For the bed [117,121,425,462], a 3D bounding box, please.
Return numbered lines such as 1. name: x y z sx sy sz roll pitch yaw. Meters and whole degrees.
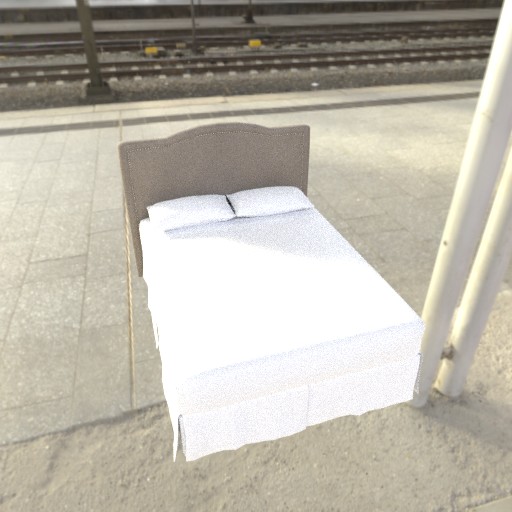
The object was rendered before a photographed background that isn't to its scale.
1. bed: 0.000 0.000 3.321 1.744 1.441 2.128 -10 34 -15
